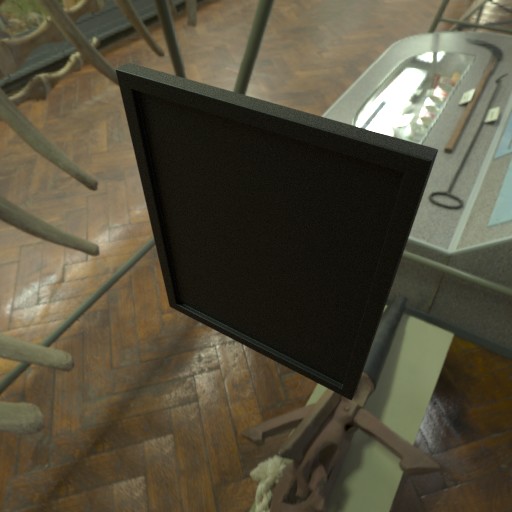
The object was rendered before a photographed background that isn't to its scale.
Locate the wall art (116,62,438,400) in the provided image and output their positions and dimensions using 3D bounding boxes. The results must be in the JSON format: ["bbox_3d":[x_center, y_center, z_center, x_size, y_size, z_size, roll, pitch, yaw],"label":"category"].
[{"bbox_3d":[0.000,0.000,0.766,0.457,0.559,0.028,23,50,21],"label":"wall art"}]
